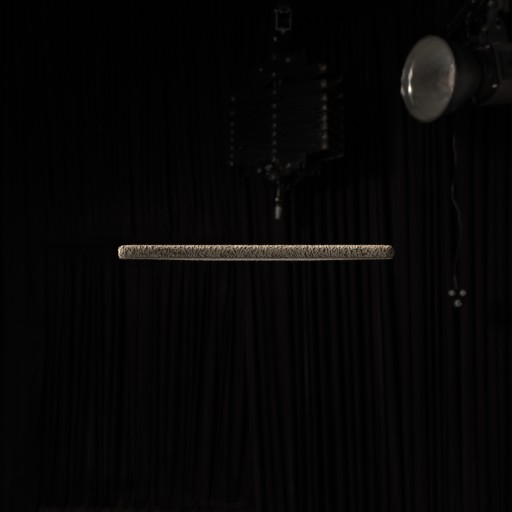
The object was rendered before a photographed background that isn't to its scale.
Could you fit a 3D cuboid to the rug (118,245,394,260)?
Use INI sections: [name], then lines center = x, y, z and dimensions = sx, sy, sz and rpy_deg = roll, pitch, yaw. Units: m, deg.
[rug]
center = 0.000, 0.000, 1.727
dimensions = 0.609, 0.030, 1.524
rpy_deg = 0, -1, 0
